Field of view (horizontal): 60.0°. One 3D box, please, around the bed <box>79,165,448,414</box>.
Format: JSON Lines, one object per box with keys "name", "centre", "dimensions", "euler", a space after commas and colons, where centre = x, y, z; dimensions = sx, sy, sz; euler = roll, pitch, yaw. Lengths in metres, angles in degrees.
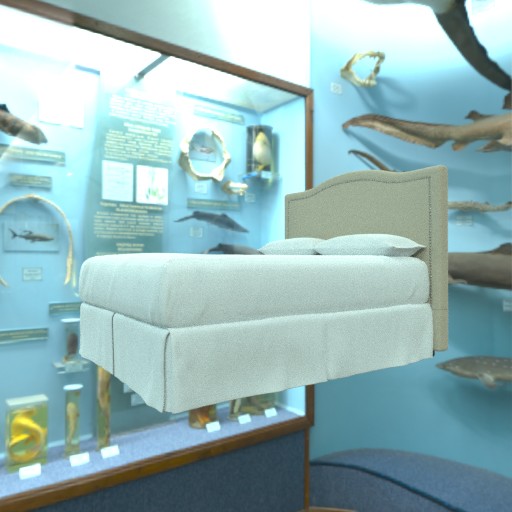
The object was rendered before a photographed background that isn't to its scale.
{"name": "bed", "centre": [0.000, 0.000, 3.251], "dimensions": [2.143, 1.460, 1.753], "euler": [0, 0, -35]}
